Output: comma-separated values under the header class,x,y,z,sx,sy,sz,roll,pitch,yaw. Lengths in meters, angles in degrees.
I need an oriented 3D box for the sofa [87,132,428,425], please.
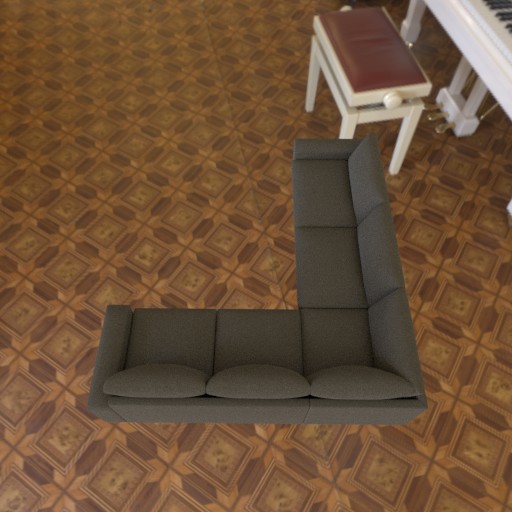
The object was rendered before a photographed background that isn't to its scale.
class,x,y,z,sx,sy,sz,roll,pitch,yaw
sofa,0.000,0.000,4.767,2.895,0.965,3.277,0,58,0
